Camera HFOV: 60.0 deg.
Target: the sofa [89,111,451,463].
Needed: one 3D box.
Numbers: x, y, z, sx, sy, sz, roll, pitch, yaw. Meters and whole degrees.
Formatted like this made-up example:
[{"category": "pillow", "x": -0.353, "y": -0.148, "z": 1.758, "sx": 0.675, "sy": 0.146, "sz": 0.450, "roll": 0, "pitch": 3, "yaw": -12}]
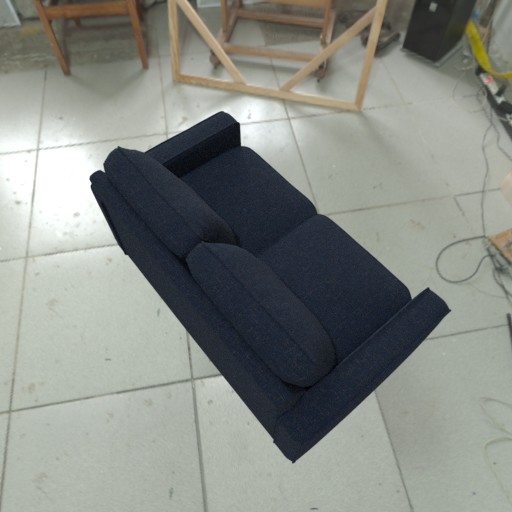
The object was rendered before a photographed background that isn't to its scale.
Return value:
[{"category": "sofa", "x": 0.000, "y": 0.000, "z": 2.297, "sx": 0.947, "sy": 0.918, "sz": 1.709, "roll": -35, "pitch": 65, "yaw": -19}]
